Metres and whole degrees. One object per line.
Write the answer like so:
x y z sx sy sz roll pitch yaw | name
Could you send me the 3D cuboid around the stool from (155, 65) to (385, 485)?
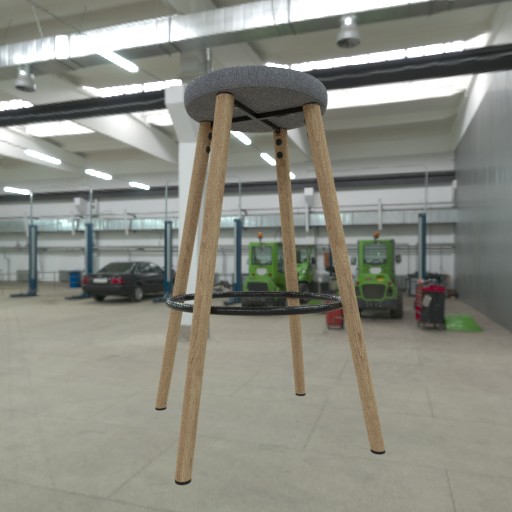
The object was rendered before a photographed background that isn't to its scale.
0.000 0.000 0.997 0.410 0.770 0.410 0 0 -18 | stool
